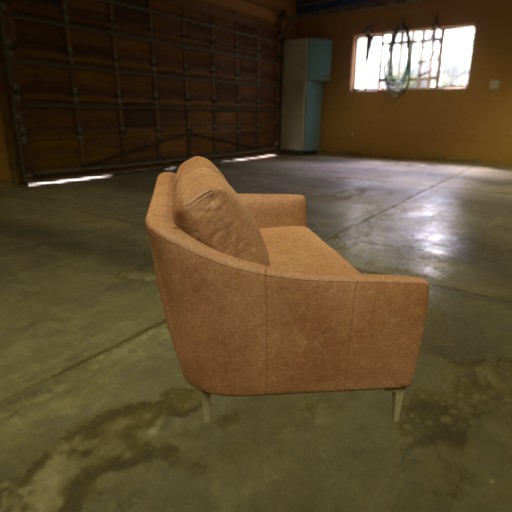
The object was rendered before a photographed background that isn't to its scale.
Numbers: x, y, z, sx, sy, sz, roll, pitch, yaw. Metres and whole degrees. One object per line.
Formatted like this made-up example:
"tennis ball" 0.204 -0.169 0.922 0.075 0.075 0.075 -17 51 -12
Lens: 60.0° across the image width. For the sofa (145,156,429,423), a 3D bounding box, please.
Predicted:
"sofa" 0.000 0.000 2.212 0.960 0.902 1.619 -3 18 -9
